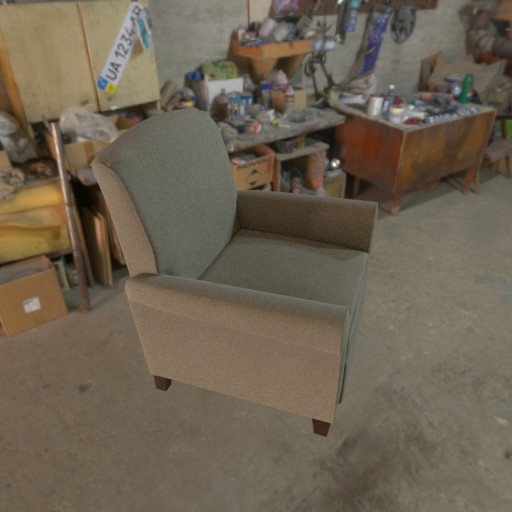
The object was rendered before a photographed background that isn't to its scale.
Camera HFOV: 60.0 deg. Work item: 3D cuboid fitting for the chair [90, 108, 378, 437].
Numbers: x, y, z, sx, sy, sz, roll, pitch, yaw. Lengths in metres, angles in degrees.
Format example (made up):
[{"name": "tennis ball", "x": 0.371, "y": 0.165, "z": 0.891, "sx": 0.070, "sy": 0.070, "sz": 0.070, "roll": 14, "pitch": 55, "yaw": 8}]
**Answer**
[{"name": "chair", "x": 0.000, "y": 0.000, "z": 1.830, "sx": 0.905, "sy": 1.061, "sz": 0.978, "roll": 10, "pitch": 32, "yaw": 16}]
